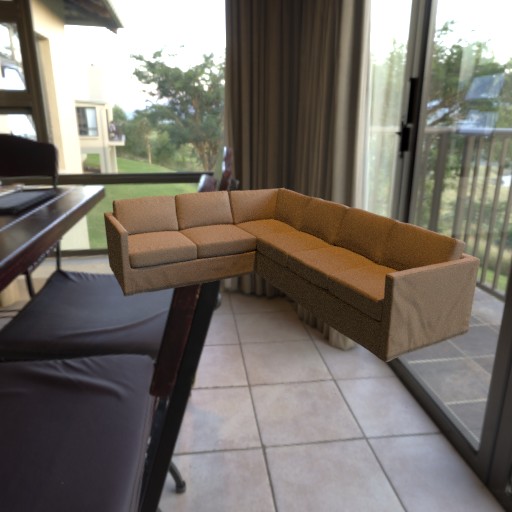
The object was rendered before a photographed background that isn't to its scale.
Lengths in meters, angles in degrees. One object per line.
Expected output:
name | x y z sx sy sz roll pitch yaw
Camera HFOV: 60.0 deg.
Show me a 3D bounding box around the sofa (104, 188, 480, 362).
sofa | 0.000 0.000 4.431 2.432 0.871 3.182 -9 20 -25
